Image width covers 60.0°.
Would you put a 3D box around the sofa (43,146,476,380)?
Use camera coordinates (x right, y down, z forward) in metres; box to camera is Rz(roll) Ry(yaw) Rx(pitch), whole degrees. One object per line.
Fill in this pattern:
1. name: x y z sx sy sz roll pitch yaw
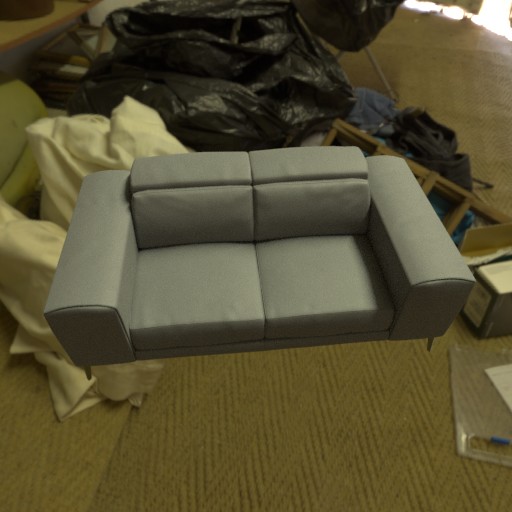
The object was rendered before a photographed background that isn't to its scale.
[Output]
1. sofa: 0.000 0.000 2.394 1.895 0.779 1.003 -4 45 -4
